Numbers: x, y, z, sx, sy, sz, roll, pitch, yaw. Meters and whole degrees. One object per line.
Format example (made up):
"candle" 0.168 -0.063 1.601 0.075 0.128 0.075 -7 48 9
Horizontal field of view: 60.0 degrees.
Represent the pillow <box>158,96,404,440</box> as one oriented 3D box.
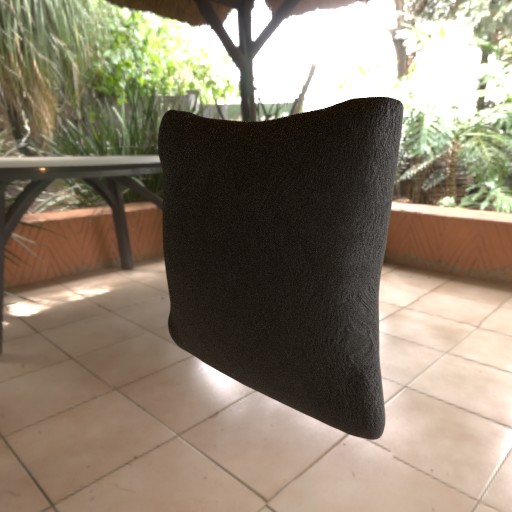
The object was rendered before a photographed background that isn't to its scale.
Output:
"pillow" 0.000 0.000 0.797 0.533 0.523 0.210 13 20 41
